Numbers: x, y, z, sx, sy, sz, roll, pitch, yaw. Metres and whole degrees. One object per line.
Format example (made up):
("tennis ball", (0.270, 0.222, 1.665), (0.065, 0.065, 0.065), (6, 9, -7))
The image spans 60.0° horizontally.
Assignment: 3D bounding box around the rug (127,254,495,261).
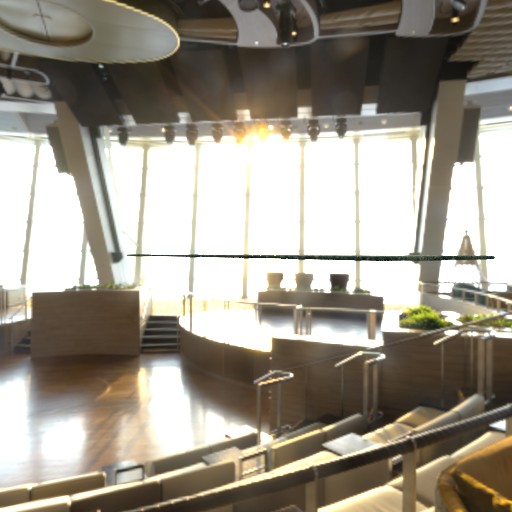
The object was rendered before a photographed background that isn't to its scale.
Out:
("rug", (0.000, 0.000, 2.466), (0.676, 0.016, 2.286), (0, 1, -35))
